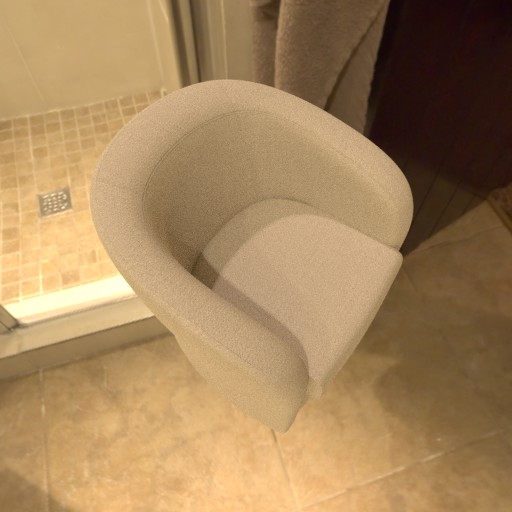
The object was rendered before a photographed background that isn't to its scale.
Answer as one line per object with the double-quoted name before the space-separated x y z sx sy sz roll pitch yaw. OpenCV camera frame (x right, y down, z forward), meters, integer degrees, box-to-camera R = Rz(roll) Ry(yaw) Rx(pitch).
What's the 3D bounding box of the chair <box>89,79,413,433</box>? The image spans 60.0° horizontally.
"chair" 0.000 0.000 1.420 0.815 0.771 0.791 31 62 18
